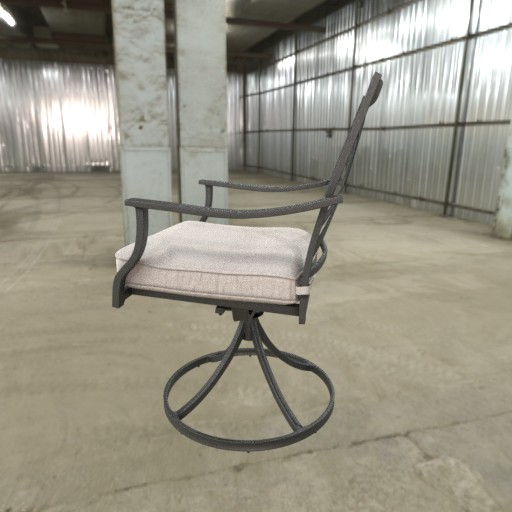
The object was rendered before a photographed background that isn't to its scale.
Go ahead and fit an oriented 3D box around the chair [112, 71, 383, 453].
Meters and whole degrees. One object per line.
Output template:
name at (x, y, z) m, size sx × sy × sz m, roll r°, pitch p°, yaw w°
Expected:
chair at (0.000, 0.000, 1.252) m, size 0.620 × 0.889 × 0.575 m, roll 3°, pitch 15°, yaw 10°
